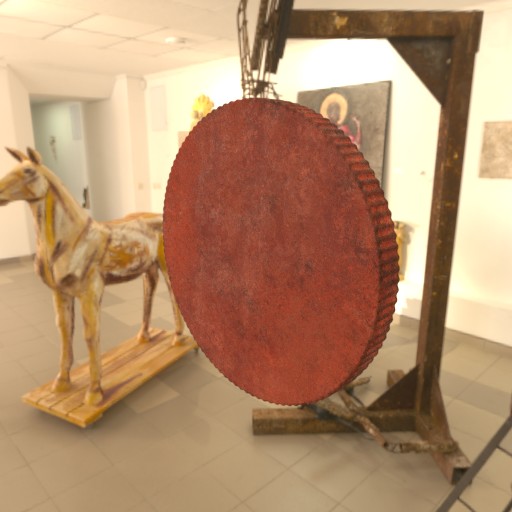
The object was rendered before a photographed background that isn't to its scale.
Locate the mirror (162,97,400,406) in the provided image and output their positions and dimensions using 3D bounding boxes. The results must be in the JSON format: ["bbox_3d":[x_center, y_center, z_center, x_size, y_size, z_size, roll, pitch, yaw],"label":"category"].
[{"bbox_3d":[0.000,0.000,0.907,0.056,0.609,0.609,-14,20,-43],"label":"mirror"}]
